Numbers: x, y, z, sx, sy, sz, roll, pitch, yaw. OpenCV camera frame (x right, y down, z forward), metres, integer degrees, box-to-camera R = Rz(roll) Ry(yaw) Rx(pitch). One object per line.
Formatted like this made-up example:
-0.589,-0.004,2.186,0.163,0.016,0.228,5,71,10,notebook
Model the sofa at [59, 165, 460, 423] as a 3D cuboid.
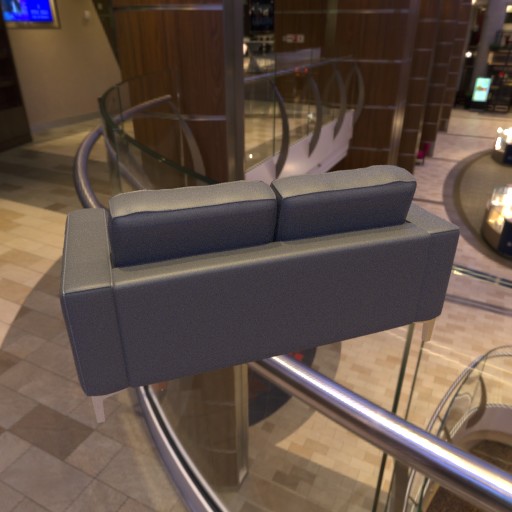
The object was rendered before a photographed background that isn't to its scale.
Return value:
0.000,0.000,2.177,1.726,0.893,0.833,-9,29,-17,sofa
